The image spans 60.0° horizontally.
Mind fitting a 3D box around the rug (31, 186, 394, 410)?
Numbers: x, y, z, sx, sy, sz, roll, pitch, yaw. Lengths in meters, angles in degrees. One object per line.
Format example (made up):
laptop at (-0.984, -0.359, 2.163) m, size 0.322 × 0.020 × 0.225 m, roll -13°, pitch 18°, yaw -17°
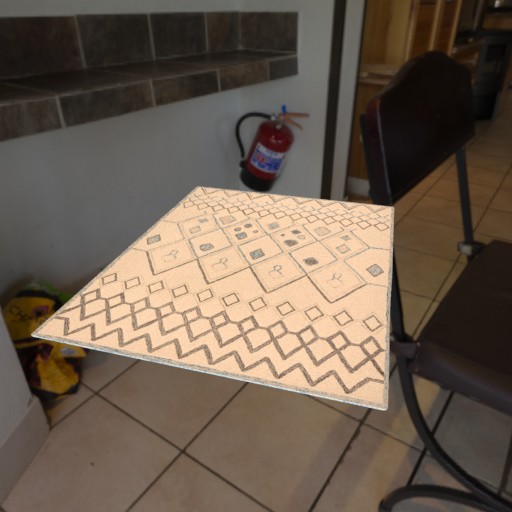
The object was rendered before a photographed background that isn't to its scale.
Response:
rug at (0.000, 0.000, 4.113) m, size 2.441 × 0.013 × 3.056 m, roll 8°, pitch 30°, yaw 14°
